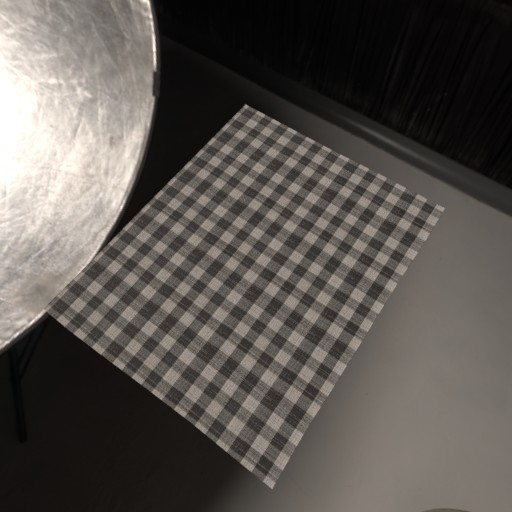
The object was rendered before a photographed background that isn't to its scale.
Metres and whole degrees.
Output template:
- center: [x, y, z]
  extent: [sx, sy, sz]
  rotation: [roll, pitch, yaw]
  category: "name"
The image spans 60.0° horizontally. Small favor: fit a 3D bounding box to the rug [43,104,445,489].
- center: [0.000, 0.000, 4.123]
  extent: [2.432, 0.013, 3.021]
  rotation: [32, 67, 16]
  category: "rug"
